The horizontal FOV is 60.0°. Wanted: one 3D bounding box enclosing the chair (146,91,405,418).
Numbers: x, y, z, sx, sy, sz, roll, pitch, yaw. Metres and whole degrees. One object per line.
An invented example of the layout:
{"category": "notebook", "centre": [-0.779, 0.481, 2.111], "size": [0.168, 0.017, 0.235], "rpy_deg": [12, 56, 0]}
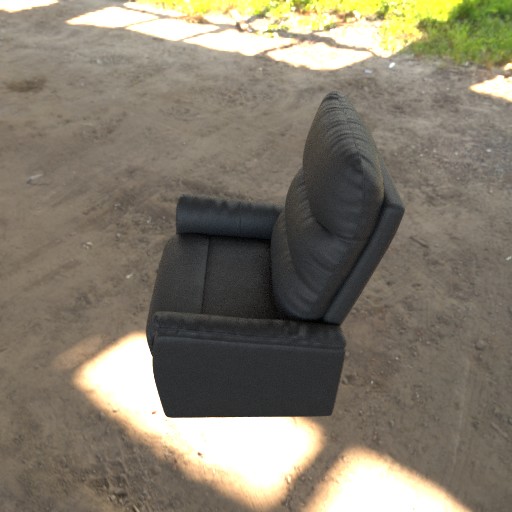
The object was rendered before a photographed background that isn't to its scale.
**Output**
{"category": "chair", "centre": [0.000, 0.000, 1.688], "size": [0.831, 1.082, 0.775], "rpy_deg": [0, 41, -1]}
